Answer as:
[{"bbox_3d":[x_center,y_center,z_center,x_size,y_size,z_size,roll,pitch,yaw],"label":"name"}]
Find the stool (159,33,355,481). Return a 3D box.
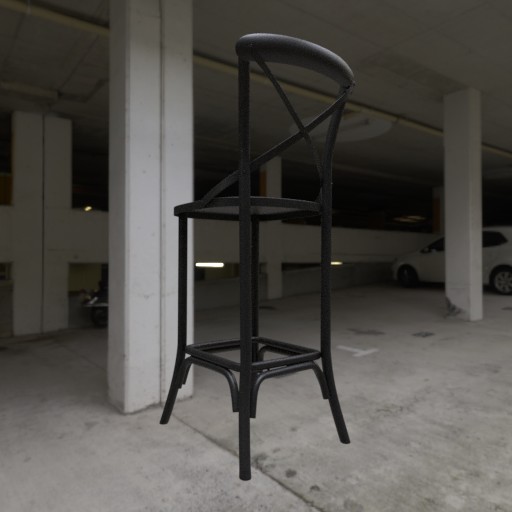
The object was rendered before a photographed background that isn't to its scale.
[{"bbox_3d":[0.000,0.000,1.454,0.457,1.168,0.584,0,-1,-37],"label":"stool"}]
